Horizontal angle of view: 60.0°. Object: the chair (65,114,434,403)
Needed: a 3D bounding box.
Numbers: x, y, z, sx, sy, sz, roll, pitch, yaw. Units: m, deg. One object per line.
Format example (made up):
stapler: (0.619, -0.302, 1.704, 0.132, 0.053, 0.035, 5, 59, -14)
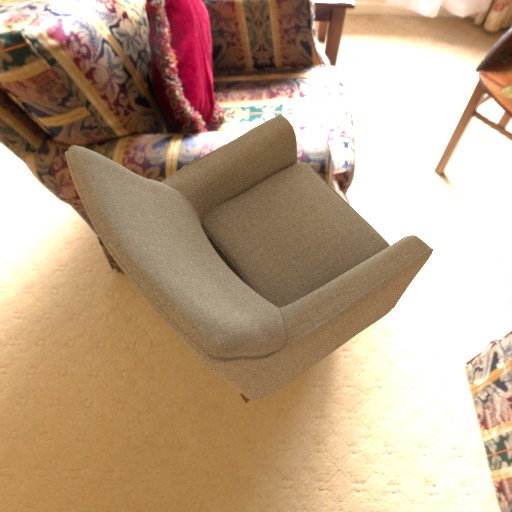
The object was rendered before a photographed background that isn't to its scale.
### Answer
chair: (0.000, 0.000, 1.773, 0.993, 1.047, 0.887, -32, 63, -18)
